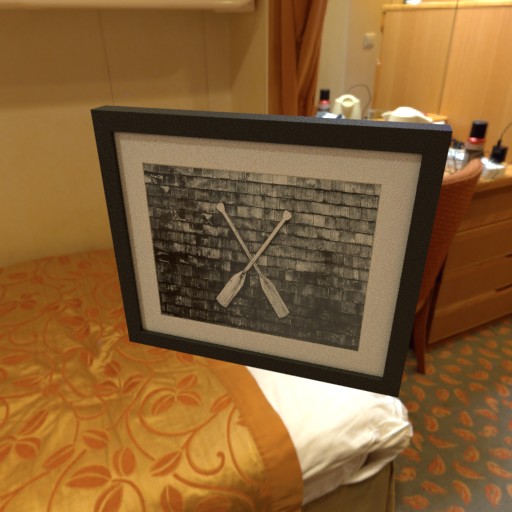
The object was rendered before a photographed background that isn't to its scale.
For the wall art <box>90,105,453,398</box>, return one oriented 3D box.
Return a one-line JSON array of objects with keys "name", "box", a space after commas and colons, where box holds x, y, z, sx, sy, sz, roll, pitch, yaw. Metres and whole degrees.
[{"name": "wall art", "box": [0.000, 0.000, 0.540, 0.381, 0.330, 0.029, 8, 29, 15]}]
